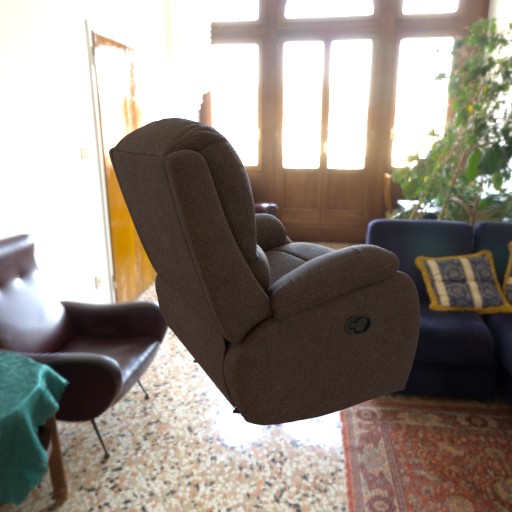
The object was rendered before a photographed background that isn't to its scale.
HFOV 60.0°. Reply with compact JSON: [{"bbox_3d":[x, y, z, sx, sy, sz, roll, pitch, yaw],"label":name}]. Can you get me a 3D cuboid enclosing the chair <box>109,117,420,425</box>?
[{"bbox_3d":[0.000,0.000,1.717,0.899,1.011,0.930,-8,17,-26],"label":"chair"}]
